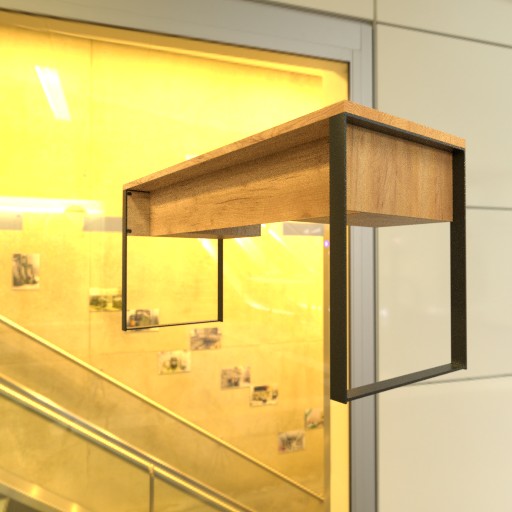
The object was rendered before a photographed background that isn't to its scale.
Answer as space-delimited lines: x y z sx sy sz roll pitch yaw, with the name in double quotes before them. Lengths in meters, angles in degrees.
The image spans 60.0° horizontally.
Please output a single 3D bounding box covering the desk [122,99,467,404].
"desk" 0.000 0.000 1.890 0.600 0.760 1.520 1 -1 -37
